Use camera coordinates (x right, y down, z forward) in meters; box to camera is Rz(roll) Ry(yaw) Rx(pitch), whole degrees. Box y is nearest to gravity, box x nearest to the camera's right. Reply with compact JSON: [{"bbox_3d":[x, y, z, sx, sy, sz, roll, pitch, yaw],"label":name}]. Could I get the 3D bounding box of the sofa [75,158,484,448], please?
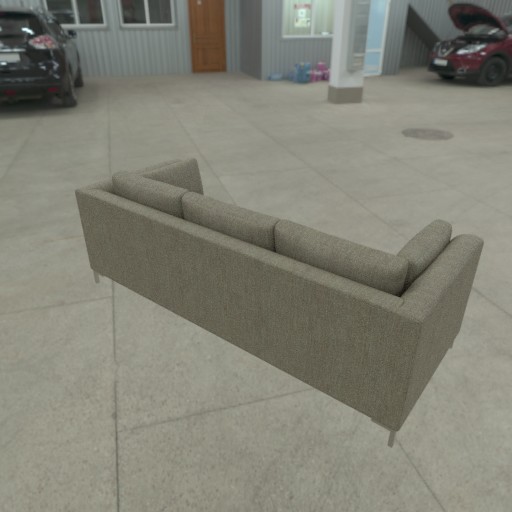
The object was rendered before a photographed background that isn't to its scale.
[{"bbox_3d":[0.000,0.000,2.867,2.415,0.867,0.969,21,35,33],"label":"sofa"}]
